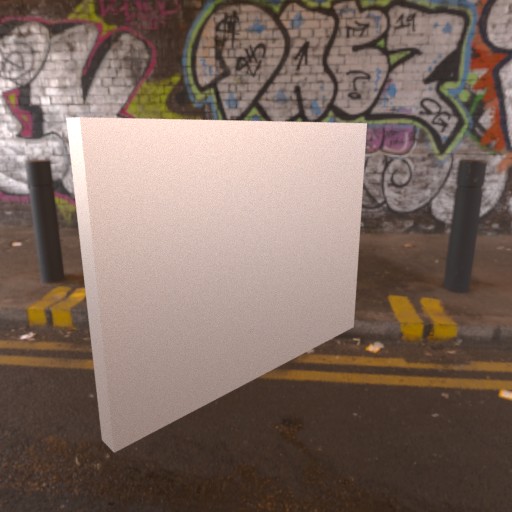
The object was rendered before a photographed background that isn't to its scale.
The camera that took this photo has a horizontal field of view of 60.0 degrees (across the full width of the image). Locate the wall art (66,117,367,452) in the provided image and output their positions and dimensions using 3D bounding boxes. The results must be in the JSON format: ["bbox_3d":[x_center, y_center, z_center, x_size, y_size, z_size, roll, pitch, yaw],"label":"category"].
[{"bbox_3d":[0.000,0.000,1.378,1.056,0.801,0.066,-15,22,-42],"label":"wall art"}]
